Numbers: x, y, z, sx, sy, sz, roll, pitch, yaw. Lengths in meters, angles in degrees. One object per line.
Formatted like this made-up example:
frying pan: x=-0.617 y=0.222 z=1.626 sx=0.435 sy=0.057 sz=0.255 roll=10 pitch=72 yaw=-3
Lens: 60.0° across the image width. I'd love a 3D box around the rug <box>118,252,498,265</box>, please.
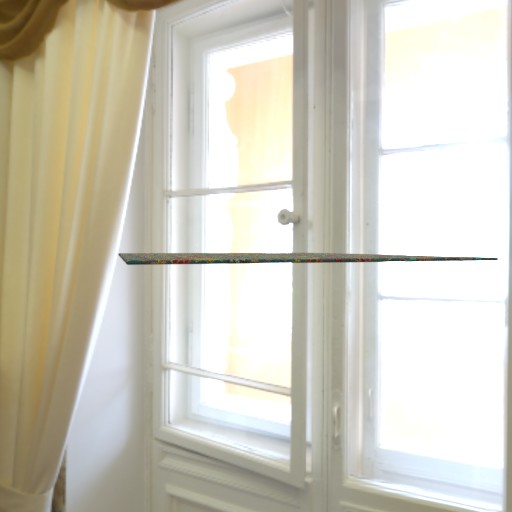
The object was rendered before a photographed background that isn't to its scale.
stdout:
rug: x=0.000 y=0.000 z=4.158 sx=2.434 sy=0.025 sz=3.204 roll=0 pitch=1 yaw=-18
